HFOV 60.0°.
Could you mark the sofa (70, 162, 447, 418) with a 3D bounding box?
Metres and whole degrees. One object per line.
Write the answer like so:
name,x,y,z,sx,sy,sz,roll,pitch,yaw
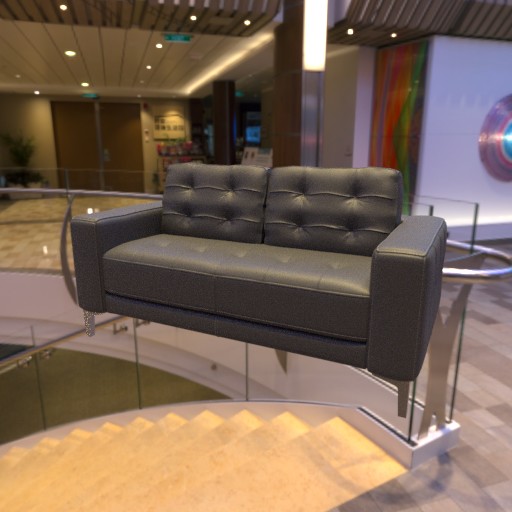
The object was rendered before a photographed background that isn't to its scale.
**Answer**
sofa,0.000,0.000,2.242,1.726,0.893,0.833,7,16,26
